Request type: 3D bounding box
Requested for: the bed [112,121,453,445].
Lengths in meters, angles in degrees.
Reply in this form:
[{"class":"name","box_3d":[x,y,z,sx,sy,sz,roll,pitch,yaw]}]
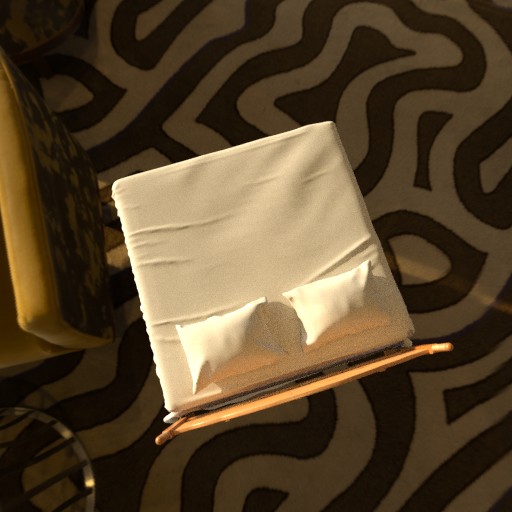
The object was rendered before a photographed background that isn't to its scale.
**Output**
[{"class":"bed","box_3d":[0.000,0.000,3.582,2.322,1.355,2.219,-17,77,-4]}]
